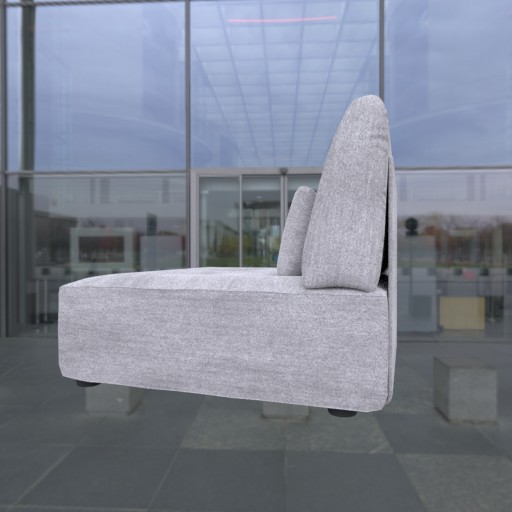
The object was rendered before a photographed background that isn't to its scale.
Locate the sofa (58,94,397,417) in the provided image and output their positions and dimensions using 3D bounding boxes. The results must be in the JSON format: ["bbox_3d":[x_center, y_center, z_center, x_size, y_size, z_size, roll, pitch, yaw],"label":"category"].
[{"bbox_3d":[0.000,0.000,1.669,1.000,0.820,0.930,0,0,18],"label":"sofa"}]
